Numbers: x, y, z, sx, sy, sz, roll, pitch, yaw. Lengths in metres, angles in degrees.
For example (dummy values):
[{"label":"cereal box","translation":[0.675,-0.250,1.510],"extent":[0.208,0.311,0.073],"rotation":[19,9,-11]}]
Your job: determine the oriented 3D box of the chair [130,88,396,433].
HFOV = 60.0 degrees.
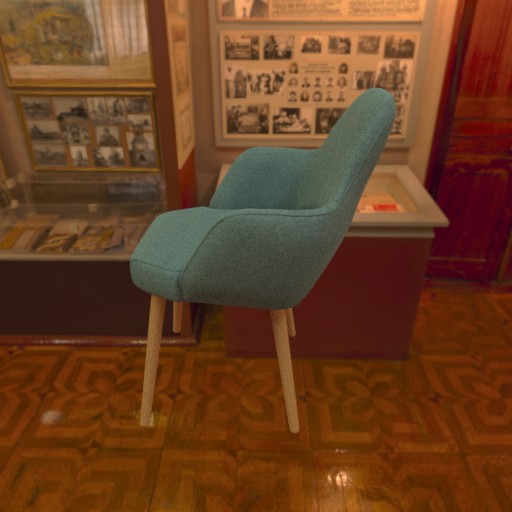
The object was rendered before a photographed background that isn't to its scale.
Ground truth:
[{"label":"chair","translation":[0.000,0.000,1.294],"extent":[0.666,0.920,0.589],"rotation":[1,28,3]}]
